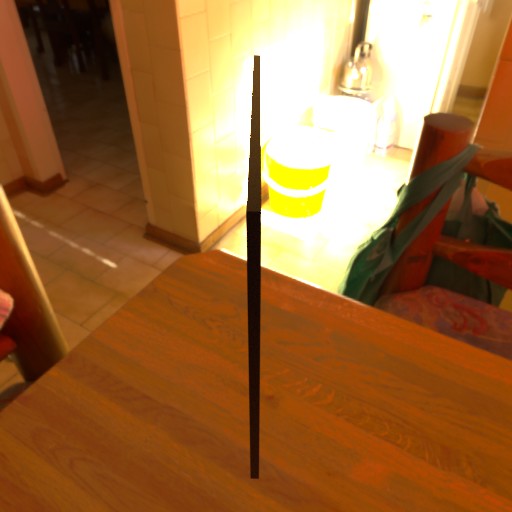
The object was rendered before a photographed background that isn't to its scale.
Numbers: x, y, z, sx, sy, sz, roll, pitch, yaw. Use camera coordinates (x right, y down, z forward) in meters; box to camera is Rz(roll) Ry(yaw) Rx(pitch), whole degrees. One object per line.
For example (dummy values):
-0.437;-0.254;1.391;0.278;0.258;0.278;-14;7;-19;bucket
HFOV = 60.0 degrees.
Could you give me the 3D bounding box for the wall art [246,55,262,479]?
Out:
0.000;0.000;0.674;0.012;0.458;0.457;0;39;0;wall art
